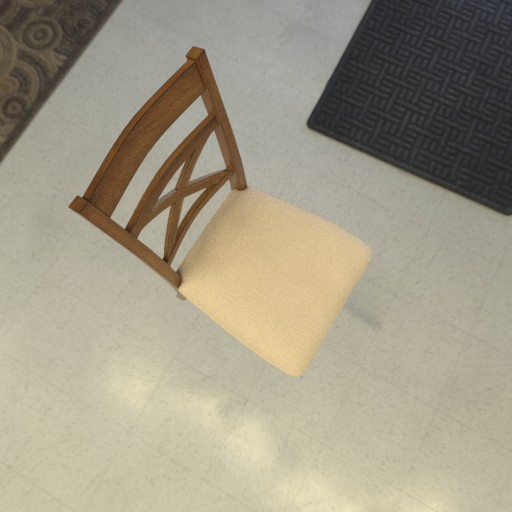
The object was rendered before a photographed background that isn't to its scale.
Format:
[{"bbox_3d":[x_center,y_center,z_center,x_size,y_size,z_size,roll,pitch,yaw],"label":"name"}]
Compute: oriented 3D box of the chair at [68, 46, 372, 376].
[{"bbox_3d":[0.000,0.000,1.266,0.581,0.949,0.461,31,78,7],"label":"chair"}]
